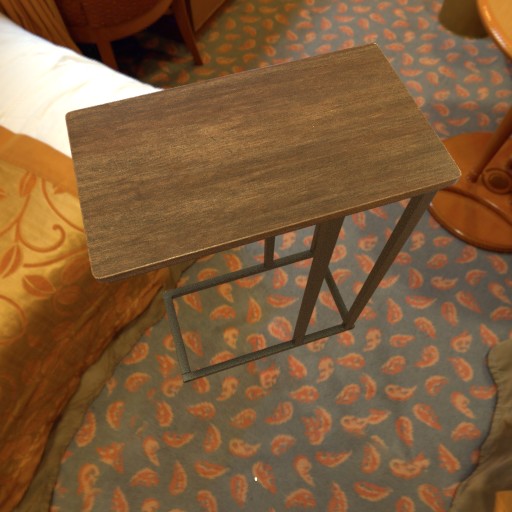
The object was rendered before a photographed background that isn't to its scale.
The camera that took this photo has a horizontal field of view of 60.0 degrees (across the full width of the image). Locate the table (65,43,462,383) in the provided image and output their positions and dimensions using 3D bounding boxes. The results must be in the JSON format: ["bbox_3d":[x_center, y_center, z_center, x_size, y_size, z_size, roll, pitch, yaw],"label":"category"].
[{"bbox_3d":[0.000,0.000,0.846,0.450,0.637,0.254,-16,64,-8],"label":"table"}]
